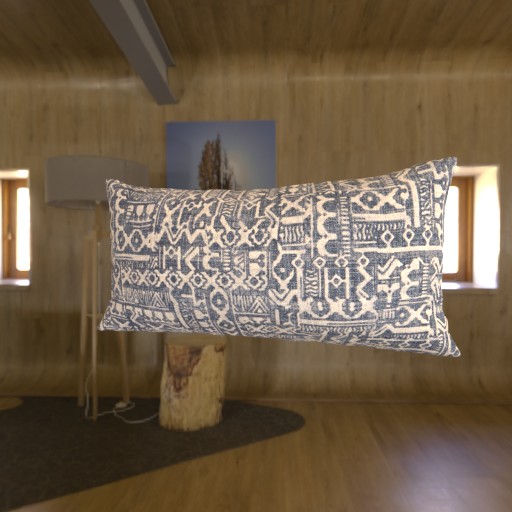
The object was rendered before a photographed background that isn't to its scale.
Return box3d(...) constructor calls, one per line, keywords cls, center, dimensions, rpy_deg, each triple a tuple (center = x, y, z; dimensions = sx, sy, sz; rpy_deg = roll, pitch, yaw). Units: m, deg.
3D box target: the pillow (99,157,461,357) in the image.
box3d(cls="pillow", center=(0.000, 0.000, 0.744), dimensions=(0.631, 0.292, 0.148), rpy_deg=(0, 1, 19))
